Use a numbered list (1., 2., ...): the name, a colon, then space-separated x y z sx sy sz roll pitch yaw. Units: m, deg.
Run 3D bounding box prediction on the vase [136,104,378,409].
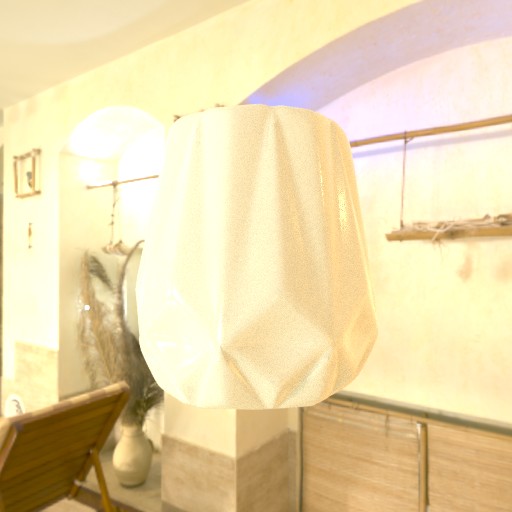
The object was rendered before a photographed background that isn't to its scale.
1. vase: 0.000 0.000 0.268 0.141 0.152 0.141 0 0 0
